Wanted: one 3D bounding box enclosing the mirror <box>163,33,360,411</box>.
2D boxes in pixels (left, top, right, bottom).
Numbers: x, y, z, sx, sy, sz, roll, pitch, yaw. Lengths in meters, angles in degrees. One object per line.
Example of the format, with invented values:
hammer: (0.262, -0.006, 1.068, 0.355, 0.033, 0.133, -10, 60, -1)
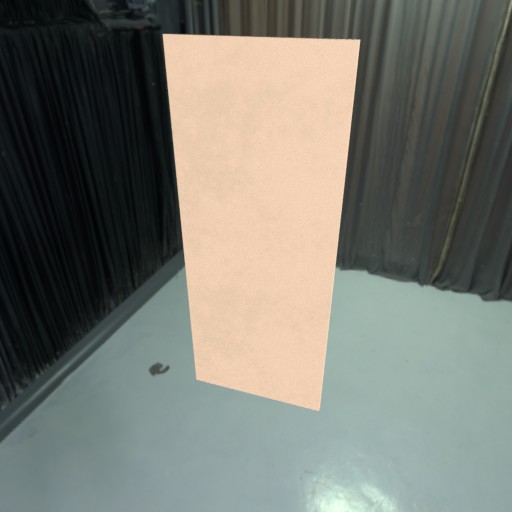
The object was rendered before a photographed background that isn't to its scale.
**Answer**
mirror: (0.000, 0.000, 2.282, 0.812, 2.031, 0.026, 10, 32, 15)
